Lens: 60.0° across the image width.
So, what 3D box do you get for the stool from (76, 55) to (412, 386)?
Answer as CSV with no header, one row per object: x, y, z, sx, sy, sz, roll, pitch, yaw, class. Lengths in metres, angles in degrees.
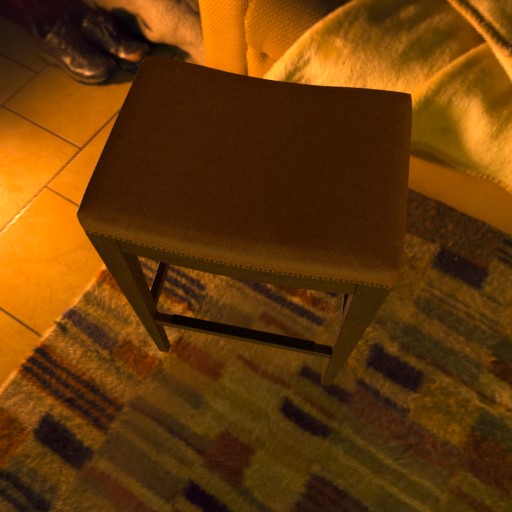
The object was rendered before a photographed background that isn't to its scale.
0.000,0.000,1.009,0.500,0.759,0.361,10,65,5,stool
